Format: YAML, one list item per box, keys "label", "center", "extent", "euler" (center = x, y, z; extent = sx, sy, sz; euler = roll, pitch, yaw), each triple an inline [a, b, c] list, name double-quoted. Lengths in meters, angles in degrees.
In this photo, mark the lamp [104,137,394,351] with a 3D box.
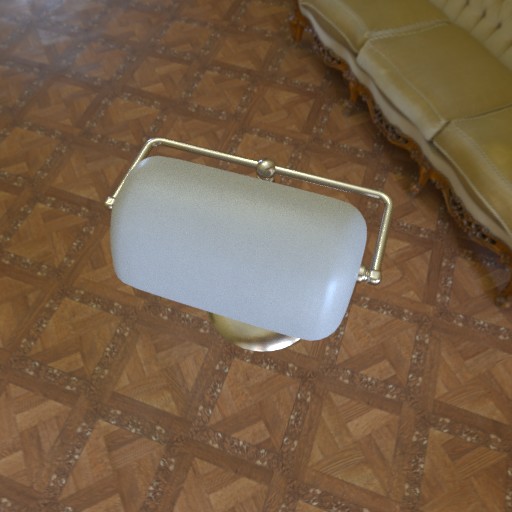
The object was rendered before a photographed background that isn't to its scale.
- label: "lamp"
  center: [0.000, 0.000, 0.530]
  extent: [0.264, 0.339, 0.243]
  euler: [16, 60, 9]
